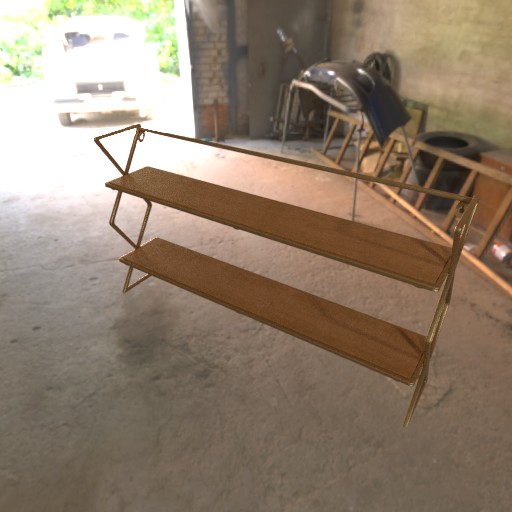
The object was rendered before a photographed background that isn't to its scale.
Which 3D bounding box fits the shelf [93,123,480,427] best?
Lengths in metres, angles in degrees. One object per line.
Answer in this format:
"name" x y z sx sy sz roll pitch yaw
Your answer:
"shelf" 0.000 0.000 1.014 0.822 0.450 0.150 19 36 28
